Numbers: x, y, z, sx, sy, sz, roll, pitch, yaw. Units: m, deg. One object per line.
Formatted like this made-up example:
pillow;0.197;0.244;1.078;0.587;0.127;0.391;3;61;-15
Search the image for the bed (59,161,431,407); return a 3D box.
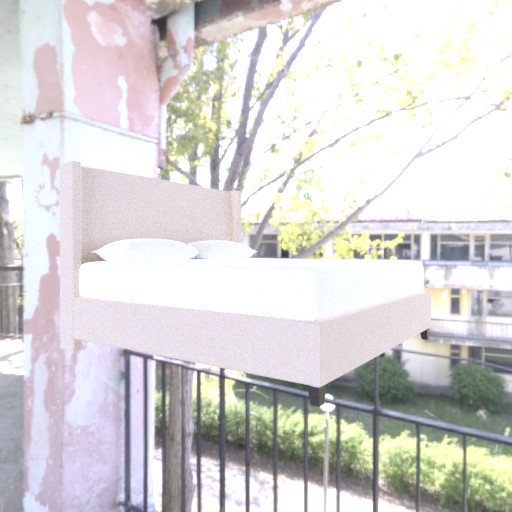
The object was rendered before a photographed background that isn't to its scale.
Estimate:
bed;0.000;0.000;3.711;2.293;1.471;2.145;0;1;35
